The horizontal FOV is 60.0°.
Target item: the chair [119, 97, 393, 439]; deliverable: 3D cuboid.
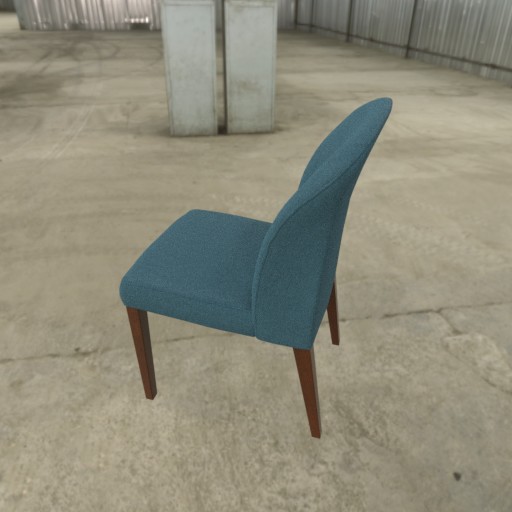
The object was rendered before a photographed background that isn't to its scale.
[{"bbox_3d":[0.000,0.000,1.261,0.620,0.879,0.507,9,32,14],"label":"chair"}]
